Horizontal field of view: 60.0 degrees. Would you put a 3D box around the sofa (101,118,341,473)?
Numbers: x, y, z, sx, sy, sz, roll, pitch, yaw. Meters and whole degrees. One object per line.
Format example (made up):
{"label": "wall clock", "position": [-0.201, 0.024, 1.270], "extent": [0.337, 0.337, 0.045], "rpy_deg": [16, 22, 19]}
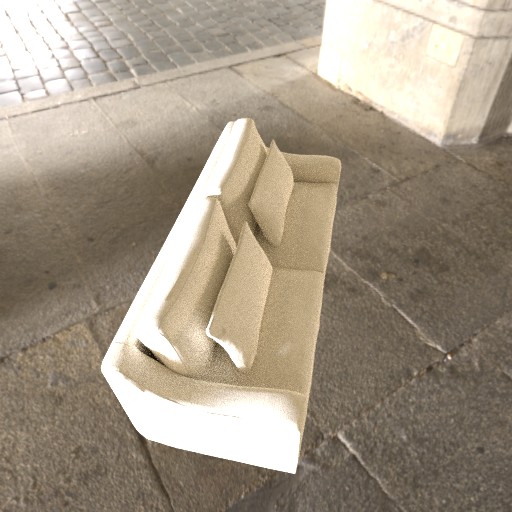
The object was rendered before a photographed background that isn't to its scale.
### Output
{"label": "sofa", "position": [0.000, 0.000, 3.108], "extent": [1.009, 1.022, 2.470], "rpy_deg": [9, 46, 9]}
